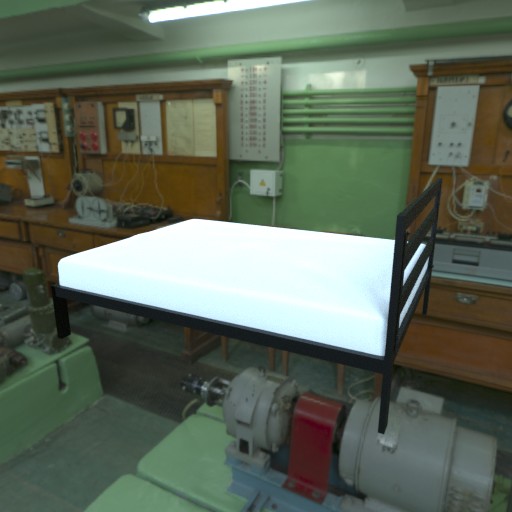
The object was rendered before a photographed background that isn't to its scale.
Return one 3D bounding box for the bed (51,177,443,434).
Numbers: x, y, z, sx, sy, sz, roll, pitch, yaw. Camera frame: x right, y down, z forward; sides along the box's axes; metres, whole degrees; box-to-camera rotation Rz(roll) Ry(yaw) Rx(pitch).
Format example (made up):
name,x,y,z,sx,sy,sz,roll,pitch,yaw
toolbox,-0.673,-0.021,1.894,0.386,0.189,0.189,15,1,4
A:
name,x,y,z,sx,sy,sz,roll,pitch,yaw
bed,0.000,0.000,2.899,2.062,0.967,1.524,8,18,26
